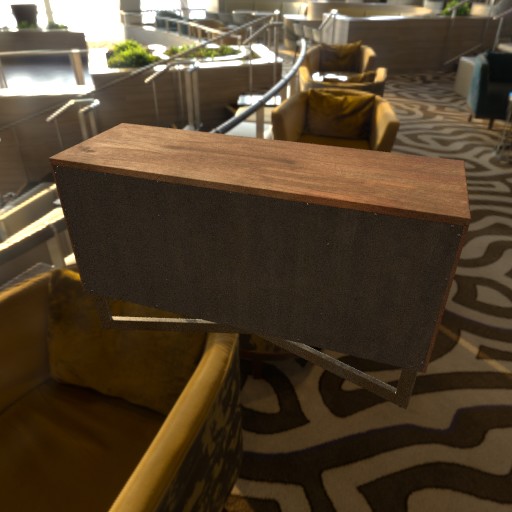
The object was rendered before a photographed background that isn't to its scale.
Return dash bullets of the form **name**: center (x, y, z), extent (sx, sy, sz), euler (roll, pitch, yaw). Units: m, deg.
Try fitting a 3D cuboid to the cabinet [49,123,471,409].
- **cabinet**: center (0.000, 0.000, 1.771), extent (1.373, 0.812, 0.480), euler (11, 34, 16)
